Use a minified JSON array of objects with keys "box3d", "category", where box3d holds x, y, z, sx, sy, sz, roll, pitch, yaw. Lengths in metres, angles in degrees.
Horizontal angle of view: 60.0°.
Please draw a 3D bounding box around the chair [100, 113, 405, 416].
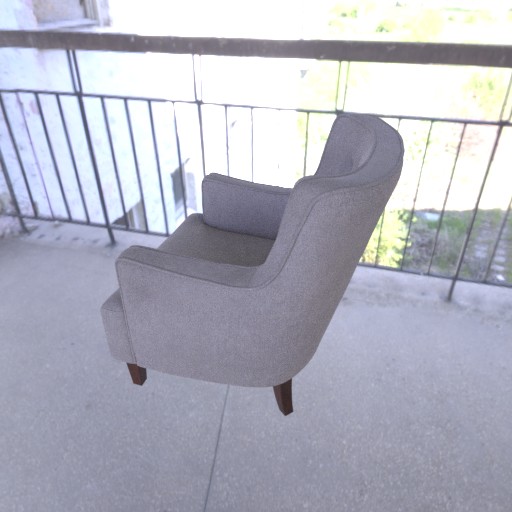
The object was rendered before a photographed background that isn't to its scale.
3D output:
[{"box3d":[0.000,0.000,1.636,0.910,0.919,0.781,9,33,15],"category":"chair"}]
